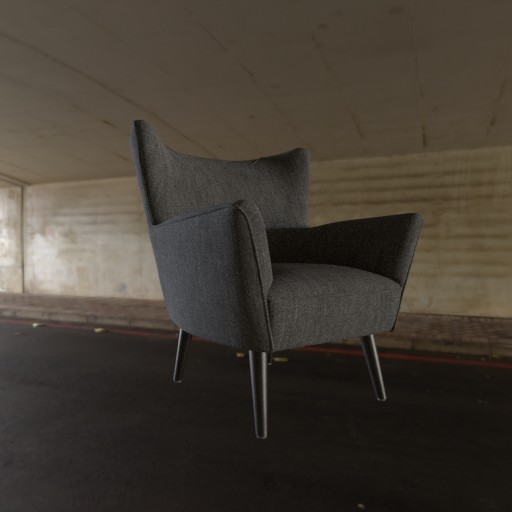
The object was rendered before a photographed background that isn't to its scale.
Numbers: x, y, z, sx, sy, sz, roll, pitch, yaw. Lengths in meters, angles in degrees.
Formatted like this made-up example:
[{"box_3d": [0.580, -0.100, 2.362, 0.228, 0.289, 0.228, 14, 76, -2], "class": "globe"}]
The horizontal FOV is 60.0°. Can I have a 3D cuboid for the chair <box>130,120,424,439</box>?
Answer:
[{"box_3d": [0.000, 0.000, 1.590, 0.781, 0.933, 0.888, -1, 1, -36], "class": "chair"}]
